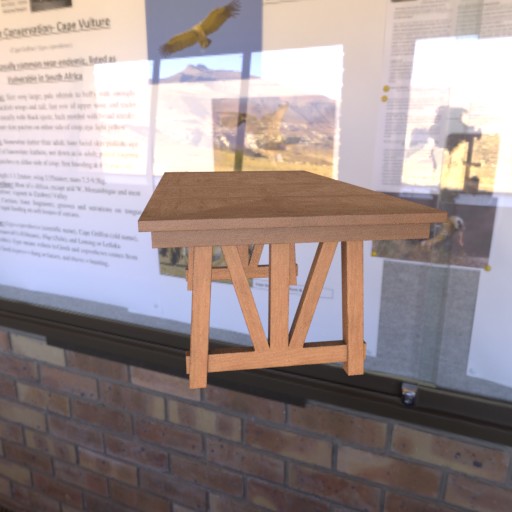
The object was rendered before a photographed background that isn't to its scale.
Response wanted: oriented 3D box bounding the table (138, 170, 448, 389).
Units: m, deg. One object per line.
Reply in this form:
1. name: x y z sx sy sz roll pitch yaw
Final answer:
1. table: 0.000 0.000 2.413 1.016 0.768 1.881 -2 15 -9
